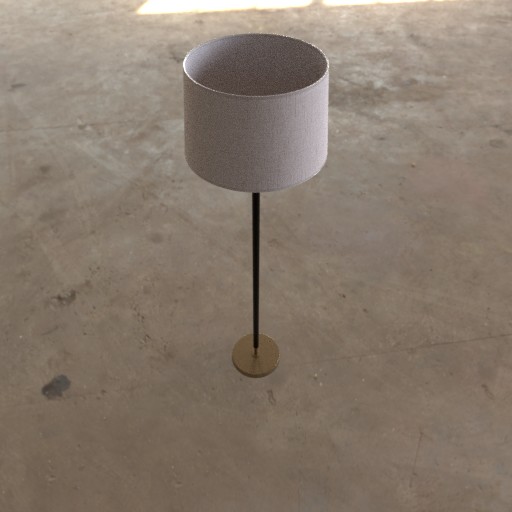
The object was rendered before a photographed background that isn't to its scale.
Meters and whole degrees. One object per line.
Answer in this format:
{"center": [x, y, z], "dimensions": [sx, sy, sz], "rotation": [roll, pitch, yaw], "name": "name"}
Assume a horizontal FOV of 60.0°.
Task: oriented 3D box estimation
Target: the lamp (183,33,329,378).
{"center": [0.000, 0.000, 1.653], "dimensions": [0.420, 1.447, 0.420], "rotation": [0, 47, 0], "name": "lamp"}
